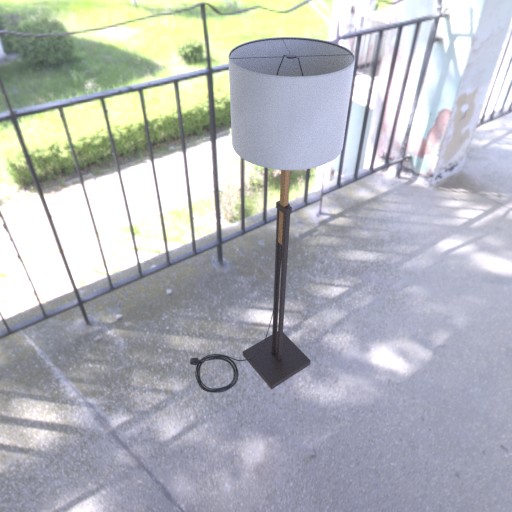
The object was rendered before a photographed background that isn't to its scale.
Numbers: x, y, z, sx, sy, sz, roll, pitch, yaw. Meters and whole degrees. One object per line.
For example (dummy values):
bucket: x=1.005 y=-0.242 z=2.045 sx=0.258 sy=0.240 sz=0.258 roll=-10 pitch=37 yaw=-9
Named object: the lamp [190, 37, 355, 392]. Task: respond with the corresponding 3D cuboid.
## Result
lamp: x=0.000 y=0.000 z=1.941 sx=0.639 sy=1.650 sz=0.474 roll=-25 pitch=47 yaw=-26
